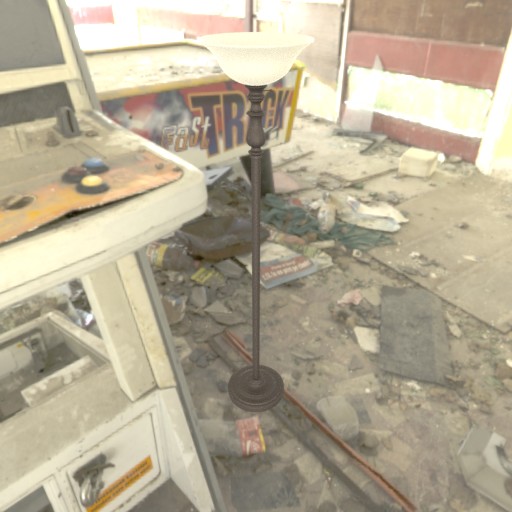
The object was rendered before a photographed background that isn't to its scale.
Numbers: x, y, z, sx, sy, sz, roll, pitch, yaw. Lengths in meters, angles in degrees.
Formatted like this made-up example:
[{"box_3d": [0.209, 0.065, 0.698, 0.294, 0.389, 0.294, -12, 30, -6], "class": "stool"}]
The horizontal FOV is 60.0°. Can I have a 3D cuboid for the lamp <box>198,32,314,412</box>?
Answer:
[{"box_3d": [0.000, 0.000, 2.026, 0.405, 1.797, 0.405, -10, 33, -15], "class": "lamp"}]
